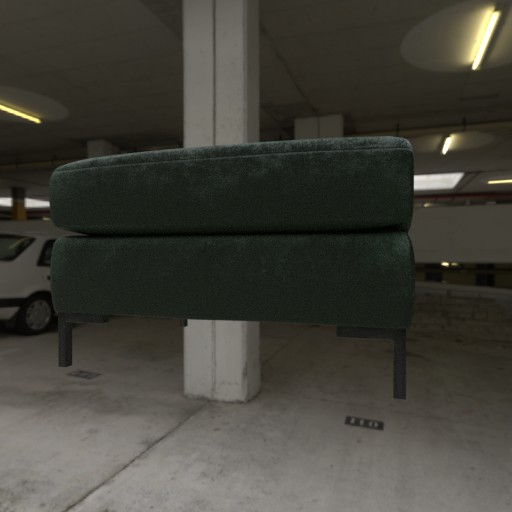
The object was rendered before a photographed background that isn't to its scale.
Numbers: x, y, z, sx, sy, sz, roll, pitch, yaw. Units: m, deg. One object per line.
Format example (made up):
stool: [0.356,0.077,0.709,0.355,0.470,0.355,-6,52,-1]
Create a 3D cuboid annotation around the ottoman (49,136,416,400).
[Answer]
ottoman: [0.000,0.000,1.264,0.839,0.538,0.701,0,0,18]
